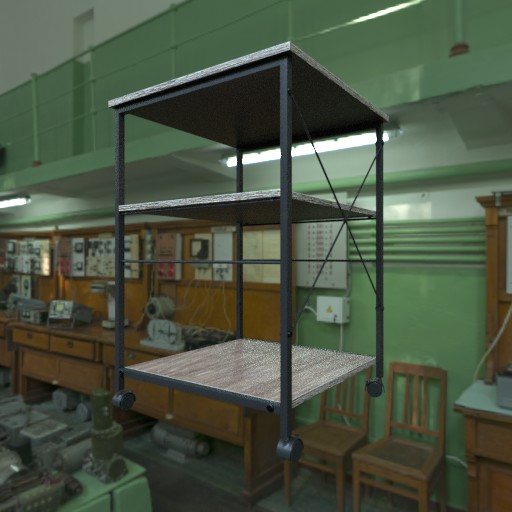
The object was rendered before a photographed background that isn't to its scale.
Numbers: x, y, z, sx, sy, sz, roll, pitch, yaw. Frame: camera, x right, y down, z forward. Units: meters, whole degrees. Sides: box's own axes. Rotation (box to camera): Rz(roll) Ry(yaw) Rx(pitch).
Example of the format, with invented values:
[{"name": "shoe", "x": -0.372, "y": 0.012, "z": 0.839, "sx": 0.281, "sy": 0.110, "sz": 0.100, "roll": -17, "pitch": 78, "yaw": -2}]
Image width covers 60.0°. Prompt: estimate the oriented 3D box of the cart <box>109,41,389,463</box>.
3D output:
[{"name": "cart", "x": 0.000, "y": 0.000, "z": 1.150, "sx": 0.520, "sy": 0.762, "sz": 0.521, "roll": 0, "pitch": 0, "yaw": 36}]
